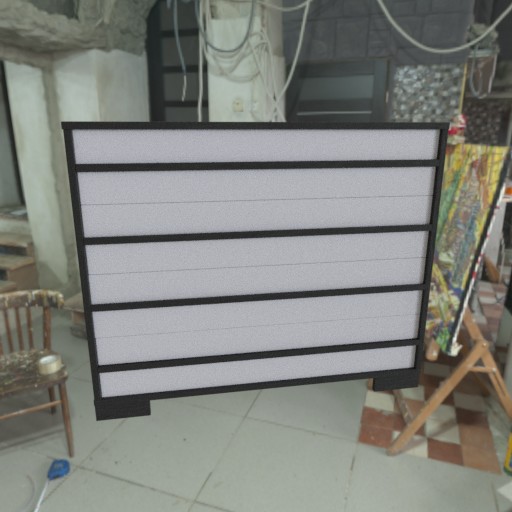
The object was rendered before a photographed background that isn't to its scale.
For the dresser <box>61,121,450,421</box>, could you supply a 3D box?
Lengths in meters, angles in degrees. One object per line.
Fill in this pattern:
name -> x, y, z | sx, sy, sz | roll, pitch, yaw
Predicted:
dresser -> 0.000, 0.000, 1.418 | 0.994, 0.816, 0.404 | -3, 16, -10
